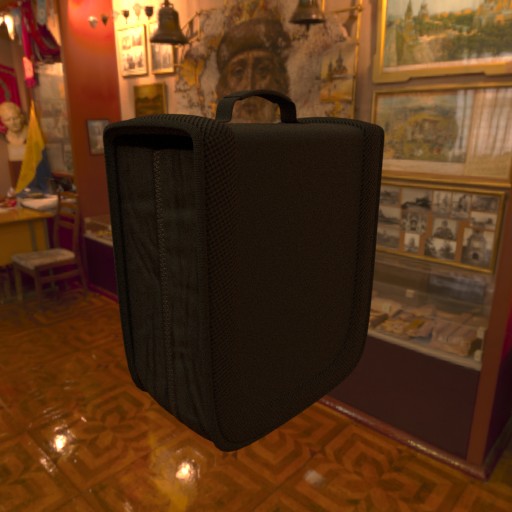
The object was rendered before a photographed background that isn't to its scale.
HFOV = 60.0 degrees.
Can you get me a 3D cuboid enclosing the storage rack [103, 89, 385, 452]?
[{"bbox_3d":[0.000,0.000,0.551,0.168,0.387,0.297,16,23,43],"label":"storage rack"}]
